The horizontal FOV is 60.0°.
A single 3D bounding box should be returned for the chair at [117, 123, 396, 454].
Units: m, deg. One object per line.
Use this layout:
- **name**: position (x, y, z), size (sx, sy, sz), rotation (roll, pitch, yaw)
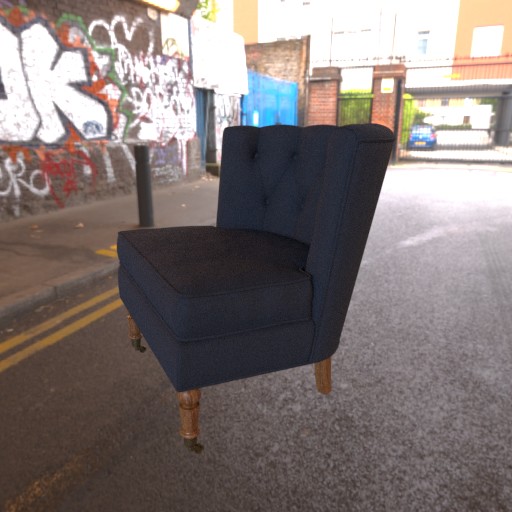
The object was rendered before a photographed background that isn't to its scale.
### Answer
- **chair**: position (0.000, 0.000, 1.346), size (0.718, 0.771, 0.740), rotation (-8, 18, -26)
